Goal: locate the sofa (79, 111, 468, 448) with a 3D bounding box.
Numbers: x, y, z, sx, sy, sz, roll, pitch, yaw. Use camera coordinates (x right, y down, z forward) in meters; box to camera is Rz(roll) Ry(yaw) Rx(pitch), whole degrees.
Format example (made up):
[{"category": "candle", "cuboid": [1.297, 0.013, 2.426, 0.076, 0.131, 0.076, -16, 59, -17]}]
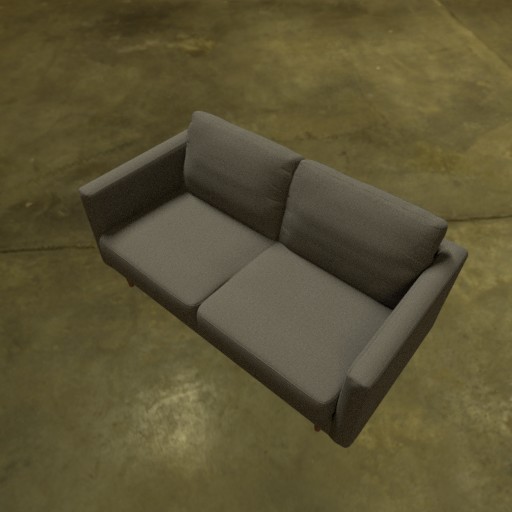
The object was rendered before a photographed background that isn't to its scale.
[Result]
[{"category": "sofa", "cuboid": [0.000, 0.000, 2.269, 1.713, 0.866, 0.940, 31, 54, 27]}]
